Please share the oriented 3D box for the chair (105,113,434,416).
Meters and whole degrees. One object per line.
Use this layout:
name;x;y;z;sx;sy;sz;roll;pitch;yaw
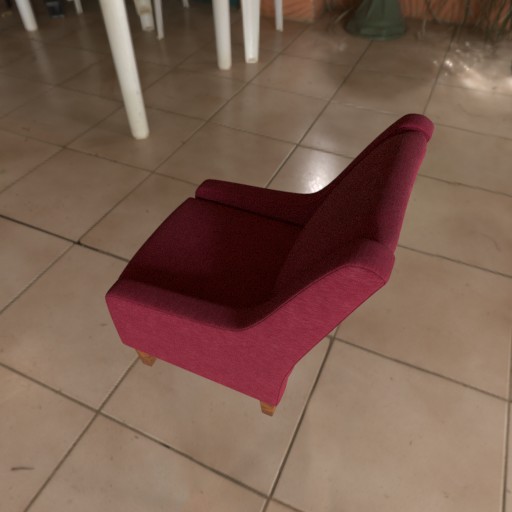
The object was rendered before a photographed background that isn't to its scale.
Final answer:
chair;0.000;0.000;1.720;0.985;1.017;0.793;17;48;16
